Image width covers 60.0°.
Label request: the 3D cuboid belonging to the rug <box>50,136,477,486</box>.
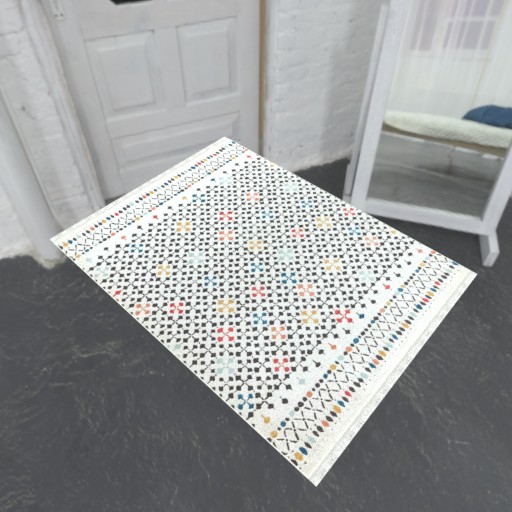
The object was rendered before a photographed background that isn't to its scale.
[{"bbox_3d":[0.000,0.000,4.093,3.196,0.007,2.354,34,57,27],"label":"rug"}]
